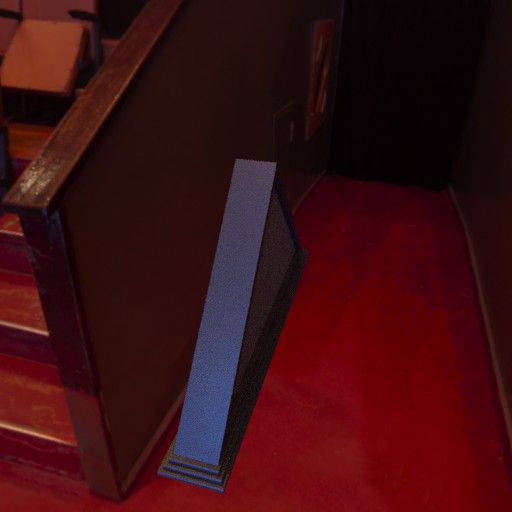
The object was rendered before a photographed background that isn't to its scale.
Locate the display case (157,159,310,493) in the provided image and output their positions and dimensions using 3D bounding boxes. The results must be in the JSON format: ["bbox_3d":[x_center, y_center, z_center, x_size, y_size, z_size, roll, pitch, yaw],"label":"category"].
[{"bbox_3d":[0.000,0.000,0.766,0.095,0.340,0.640,8,32,14],"label":"display case"}]
